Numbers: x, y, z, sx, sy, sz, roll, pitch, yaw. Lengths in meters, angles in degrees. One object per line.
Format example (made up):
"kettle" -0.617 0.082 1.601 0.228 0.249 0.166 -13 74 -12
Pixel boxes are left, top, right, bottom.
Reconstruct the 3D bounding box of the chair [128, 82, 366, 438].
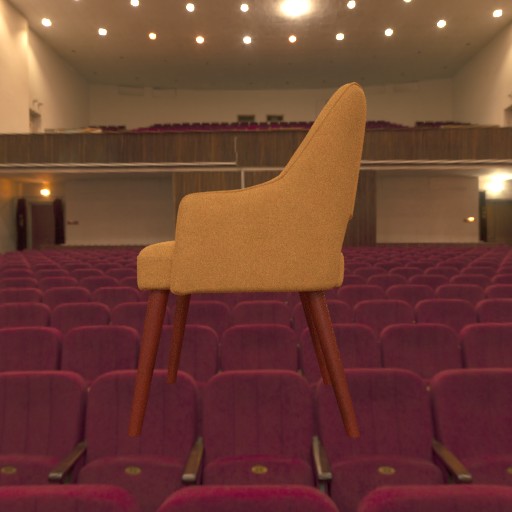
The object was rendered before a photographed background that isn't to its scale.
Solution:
"chair" 0.000 0.000 1.257 0.605 0.849 0.548 0 1 1
